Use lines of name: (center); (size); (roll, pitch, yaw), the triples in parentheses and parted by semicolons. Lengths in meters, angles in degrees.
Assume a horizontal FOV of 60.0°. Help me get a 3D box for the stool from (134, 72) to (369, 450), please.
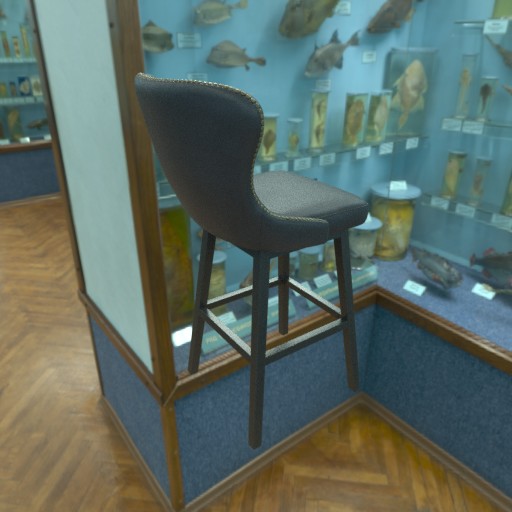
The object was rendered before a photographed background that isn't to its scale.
stool: (0.000, 0.000, 1.368); (0.601, 1.050, 0.528); (-17, 30, -31)
